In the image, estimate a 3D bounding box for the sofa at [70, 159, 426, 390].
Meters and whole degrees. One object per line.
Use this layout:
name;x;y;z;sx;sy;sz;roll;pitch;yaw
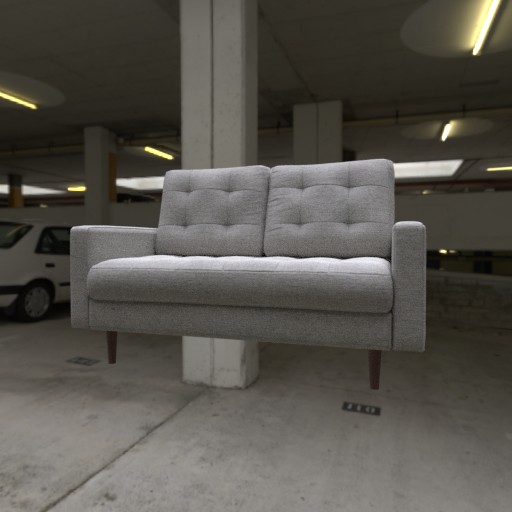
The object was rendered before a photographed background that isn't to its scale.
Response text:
sofa;0.000;0.000;2.012;1.407;0.907;0.842;1;2;18
